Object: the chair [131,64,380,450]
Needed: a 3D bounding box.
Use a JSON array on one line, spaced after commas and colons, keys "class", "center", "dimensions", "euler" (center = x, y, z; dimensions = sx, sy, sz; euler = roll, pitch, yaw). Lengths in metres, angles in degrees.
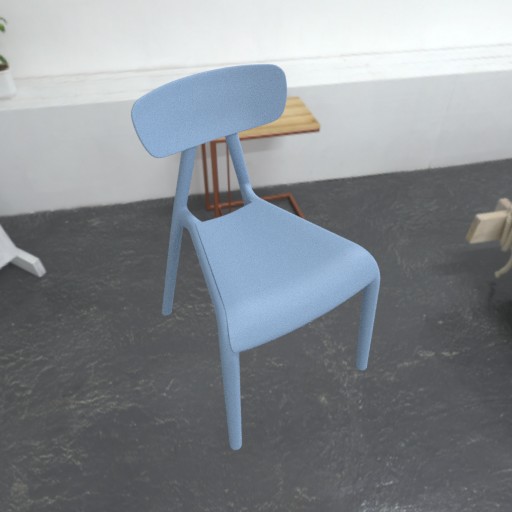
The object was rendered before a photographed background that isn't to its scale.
[{"class": "chair", "center": [0.000, 0.000, 0.856], "dimensions": [0.356, 0.580, 0.401], "euler": [-24, 51, -22]}]
